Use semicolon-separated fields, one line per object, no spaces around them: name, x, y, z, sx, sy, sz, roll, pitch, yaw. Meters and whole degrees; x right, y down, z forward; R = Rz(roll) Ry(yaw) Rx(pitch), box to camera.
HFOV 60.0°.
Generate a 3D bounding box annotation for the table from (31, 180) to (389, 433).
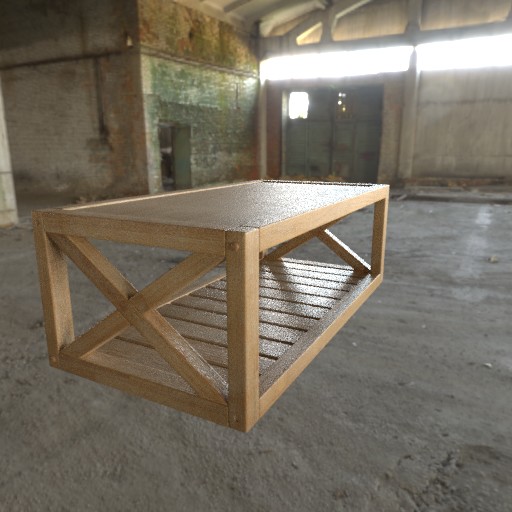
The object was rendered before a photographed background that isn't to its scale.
table;0.000;0.000;1.641;0.660;0.457;1.321;7;16;27
